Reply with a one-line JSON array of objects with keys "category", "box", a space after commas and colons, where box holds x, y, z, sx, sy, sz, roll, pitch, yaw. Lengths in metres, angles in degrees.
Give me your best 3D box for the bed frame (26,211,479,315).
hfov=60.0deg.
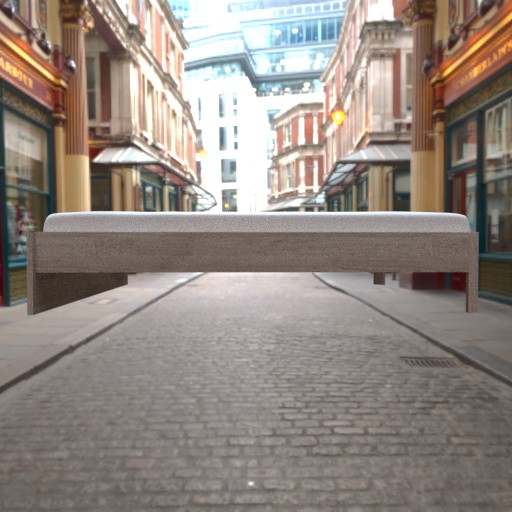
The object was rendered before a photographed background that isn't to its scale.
[{"category": "bed frame", "box": [0.000, 0.000, 2.619, 1.950, 0.462, 1.490, 0, 1, -1]}]
